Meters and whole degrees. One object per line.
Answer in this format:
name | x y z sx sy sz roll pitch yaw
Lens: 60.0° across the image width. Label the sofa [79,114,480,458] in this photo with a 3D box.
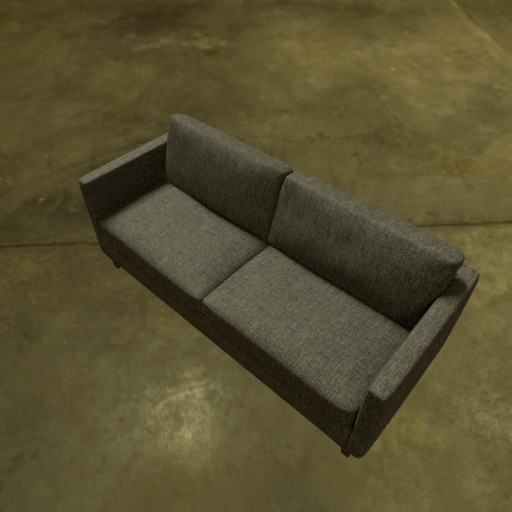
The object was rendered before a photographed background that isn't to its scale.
sofa | 0.000 0.000 2.665 2.208 0.960 0.948 33 54 28
